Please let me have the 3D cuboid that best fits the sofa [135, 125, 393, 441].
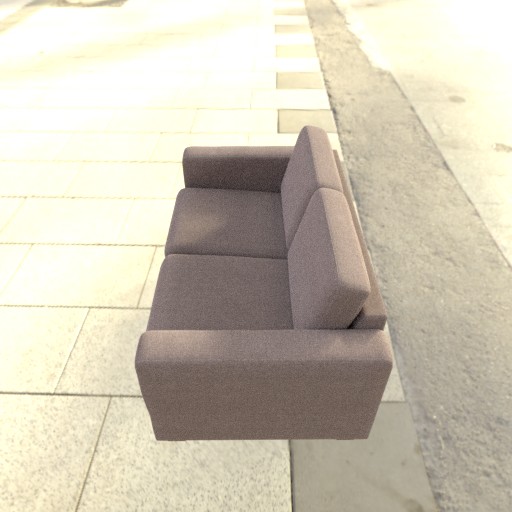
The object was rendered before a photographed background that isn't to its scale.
[{"bbox_3d":[0.000,0.000,2.115,0.900,0.800,1.520,0,41,0],"label":"sofa"}]
